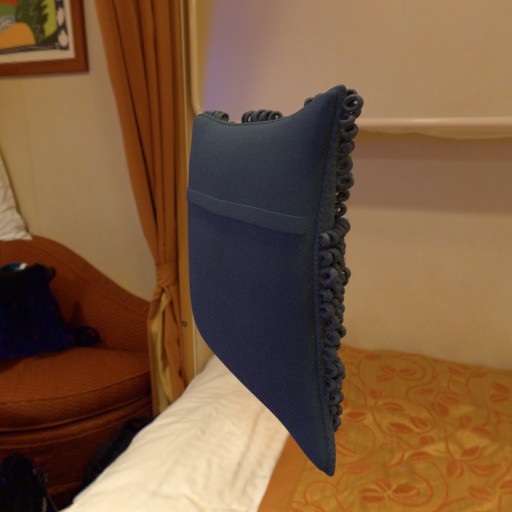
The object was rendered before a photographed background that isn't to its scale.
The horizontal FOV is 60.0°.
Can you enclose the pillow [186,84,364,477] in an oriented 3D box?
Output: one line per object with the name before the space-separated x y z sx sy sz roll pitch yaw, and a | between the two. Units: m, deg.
pillow | 0.000 0.000 0.705 0.172 0.466 0.469 -7 16 -26
